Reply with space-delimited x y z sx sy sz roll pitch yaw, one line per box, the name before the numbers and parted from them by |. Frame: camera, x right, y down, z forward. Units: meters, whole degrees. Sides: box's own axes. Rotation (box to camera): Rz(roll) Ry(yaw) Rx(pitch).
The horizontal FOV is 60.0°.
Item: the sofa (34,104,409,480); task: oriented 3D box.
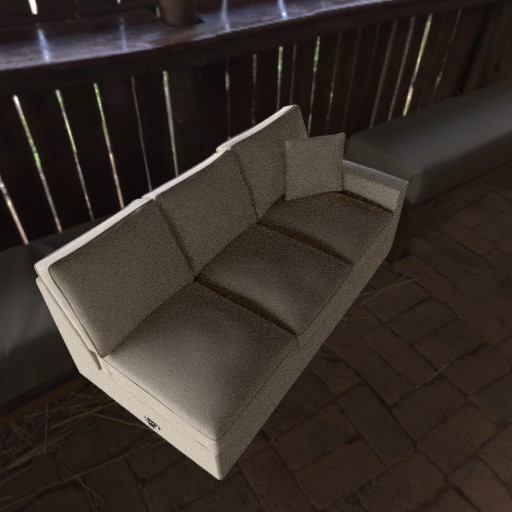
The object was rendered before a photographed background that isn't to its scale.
sofa | 0.000 0.000 2.505 1.034 0.946 1.963 25 48 26
